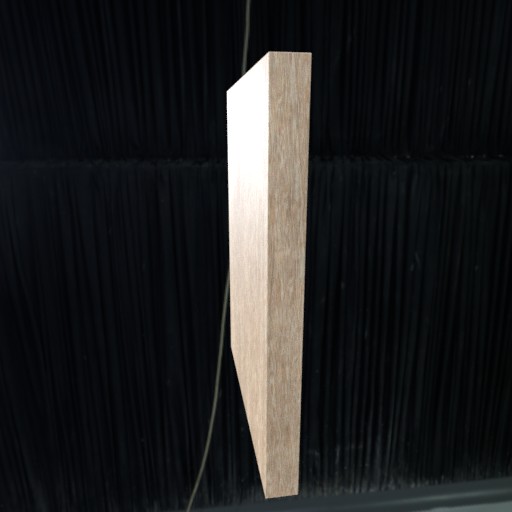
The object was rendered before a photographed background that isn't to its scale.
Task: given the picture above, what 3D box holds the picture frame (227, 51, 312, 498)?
[{"bbox_3d":[0.000,0.000,0.702,0.043,0.526,0.424,-2,16,-9],"label":"picture frame"}]
